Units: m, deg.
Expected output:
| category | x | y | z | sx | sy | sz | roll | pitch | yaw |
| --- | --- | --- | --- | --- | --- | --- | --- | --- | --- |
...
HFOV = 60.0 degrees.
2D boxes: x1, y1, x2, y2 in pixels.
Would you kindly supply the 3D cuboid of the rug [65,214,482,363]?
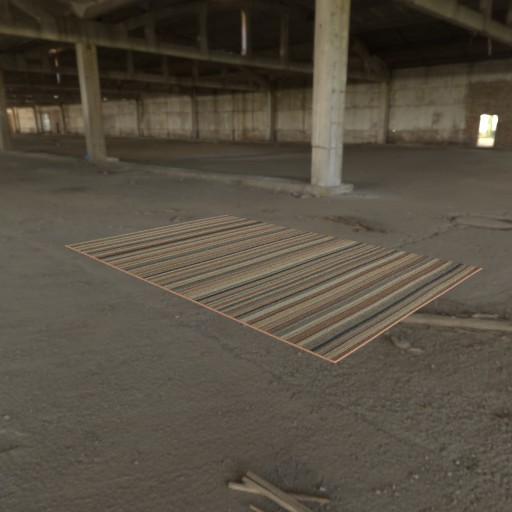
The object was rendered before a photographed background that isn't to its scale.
| category | x | y | z | sx | sy | sz | roll | pitch | yaw |
| --- | --- | --- | --- | --- | --- | --- | --- | --- | --- |
| rug | 0.000 | 0.000 | 2.310 | 1.829 | 0.008 | 1.219 | 16 | 23 | 42 |
